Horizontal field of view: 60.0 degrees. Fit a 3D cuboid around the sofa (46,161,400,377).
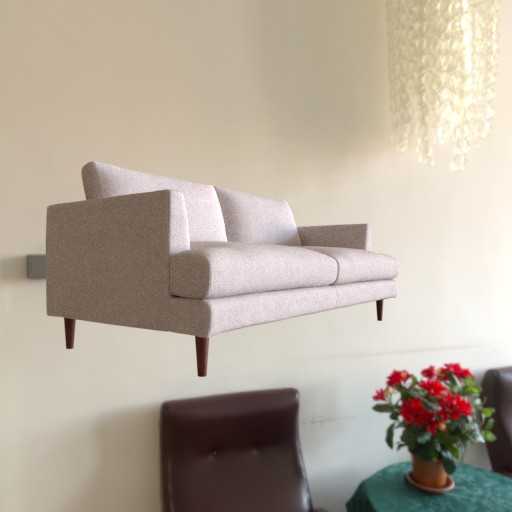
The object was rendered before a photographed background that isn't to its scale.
[{"bbox_3d":[0.000,0.000,2.527,1.020,0.868,1.948,0,-1,36],"label":"sofa"}]
